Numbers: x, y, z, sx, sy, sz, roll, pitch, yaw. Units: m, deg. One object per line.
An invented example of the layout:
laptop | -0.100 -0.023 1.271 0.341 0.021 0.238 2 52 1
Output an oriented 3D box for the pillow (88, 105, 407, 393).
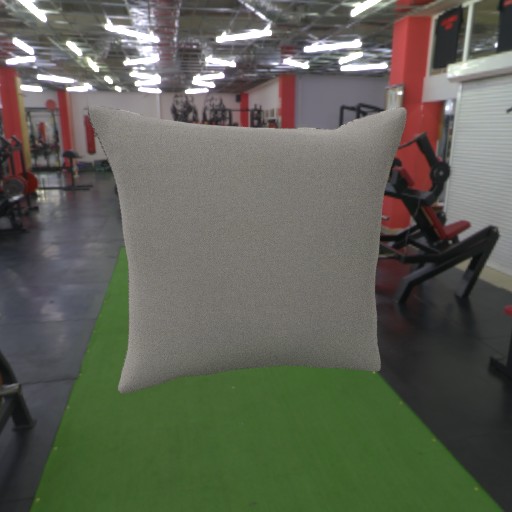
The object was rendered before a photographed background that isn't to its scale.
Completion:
pillow | 0.000 0.000 0.624 0.416 0.401 0.173 -2 16 -9
